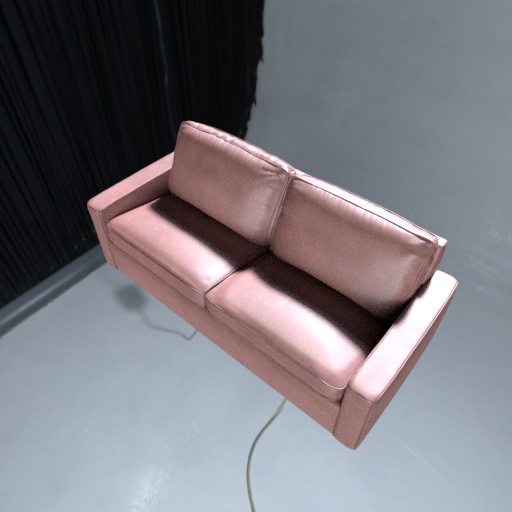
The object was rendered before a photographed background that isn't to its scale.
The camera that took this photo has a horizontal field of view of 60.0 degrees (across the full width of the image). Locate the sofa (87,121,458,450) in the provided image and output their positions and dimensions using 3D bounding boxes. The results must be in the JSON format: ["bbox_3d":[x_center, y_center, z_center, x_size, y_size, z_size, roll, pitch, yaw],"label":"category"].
[{"bbox_3d":[0.000,0.000,2.639,2.080,0.919,0.940,31,54,27],"label":"sofa"}]
